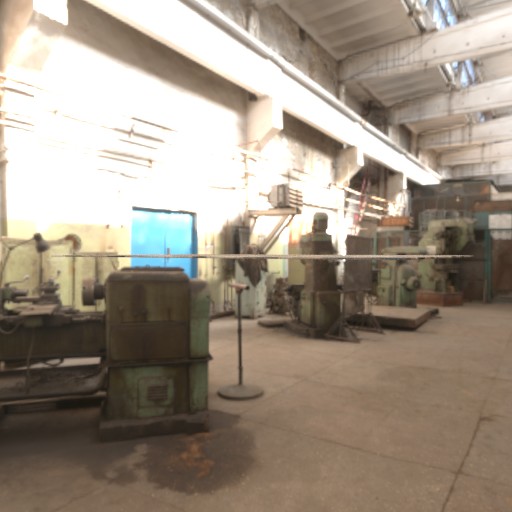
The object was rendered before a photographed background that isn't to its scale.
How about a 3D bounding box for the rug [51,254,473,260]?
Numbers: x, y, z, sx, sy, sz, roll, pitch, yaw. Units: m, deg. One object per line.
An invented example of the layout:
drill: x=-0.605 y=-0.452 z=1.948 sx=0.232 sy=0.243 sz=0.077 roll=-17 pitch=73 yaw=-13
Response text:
rug: x=0.000 y=0.000 z=2.975 sx=2.423 sy=0.008 sz=1.513 roll=0 pitch=1 yaw=36
